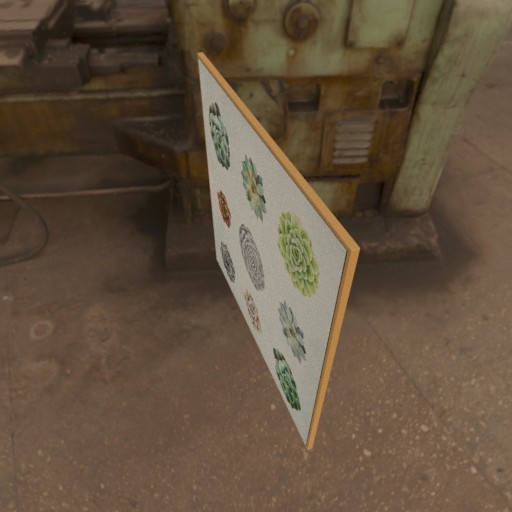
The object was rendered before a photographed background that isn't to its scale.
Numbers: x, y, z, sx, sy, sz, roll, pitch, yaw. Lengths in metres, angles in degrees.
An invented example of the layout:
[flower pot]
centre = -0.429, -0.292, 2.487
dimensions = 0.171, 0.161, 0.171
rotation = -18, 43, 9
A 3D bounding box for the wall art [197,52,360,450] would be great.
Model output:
[wall art]
centre = 0.000, 0.000, 0.998
dimensions = 0.014, 0.655, 0.657
rotation = -16, 48, -15
